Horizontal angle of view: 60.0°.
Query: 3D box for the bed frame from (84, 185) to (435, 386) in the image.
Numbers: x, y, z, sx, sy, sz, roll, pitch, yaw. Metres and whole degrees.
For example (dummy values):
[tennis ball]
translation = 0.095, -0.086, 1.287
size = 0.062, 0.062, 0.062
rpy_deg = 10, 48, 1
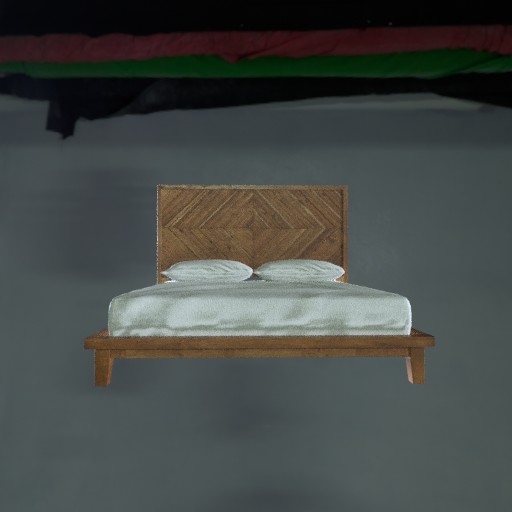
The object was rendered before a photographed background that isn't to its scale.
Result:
[bed frame]
translation = 0.000, 0.000, 3.685
size = 2.038, 1.537, 2.235
rpy_deg = 0, -1, -2
